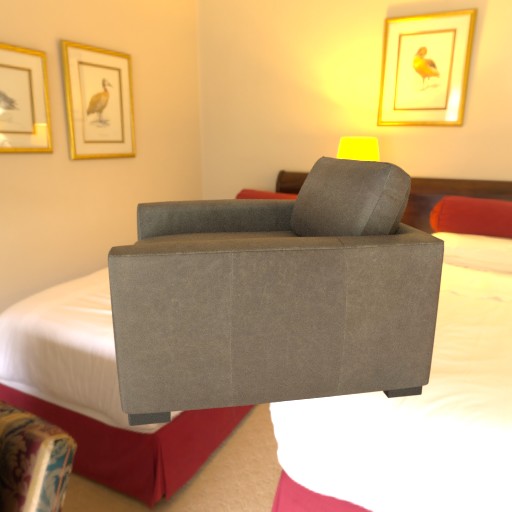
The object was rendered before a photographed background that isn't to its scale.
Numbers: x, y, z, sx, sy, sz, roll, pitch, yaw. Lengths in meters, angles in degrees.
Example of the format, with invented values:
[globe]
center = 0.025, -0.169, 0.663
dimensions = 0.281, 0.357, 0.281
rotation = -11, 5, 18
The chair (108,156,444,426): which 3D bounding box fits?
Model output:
[chair]
center = 0.000, 0.000, 1.877
dimensions = 1.080, 0.807, 1.106
rotation = -2, 15, -9
